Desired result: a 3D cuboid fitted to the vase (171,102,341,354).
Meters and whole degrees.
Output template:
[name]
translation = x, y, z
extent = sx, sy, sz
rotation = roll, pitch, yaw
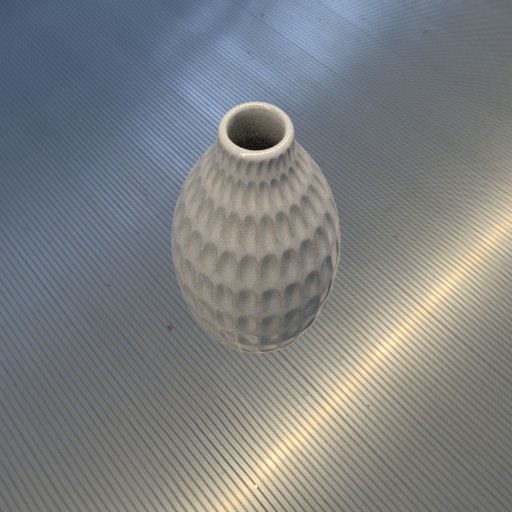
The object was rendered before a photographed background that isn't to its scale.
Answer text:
[vase]
translation = 0.000, 0.000, 0.348
extent = 0.127, 0.282, 0.127
rotation = 0, 63, 0
